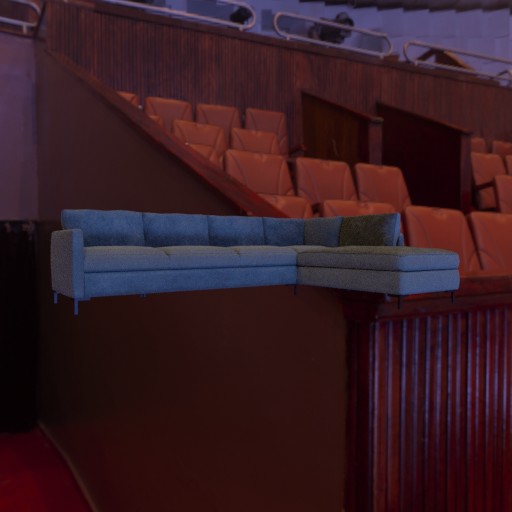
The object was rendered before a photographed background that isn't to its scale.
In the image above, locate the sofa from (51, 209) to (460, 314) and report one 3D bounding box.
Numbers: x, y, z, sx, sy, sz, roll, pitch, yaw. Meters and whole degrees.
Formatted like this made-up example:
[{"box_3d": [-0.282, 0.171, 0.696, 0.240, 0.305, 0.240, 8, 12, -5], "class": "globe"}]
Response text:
[{"box_3d": [0.000, 0.000, 3.215, 2.486, 0.687, 1.707, -1, 2, -35], "class": "sofa"}]
